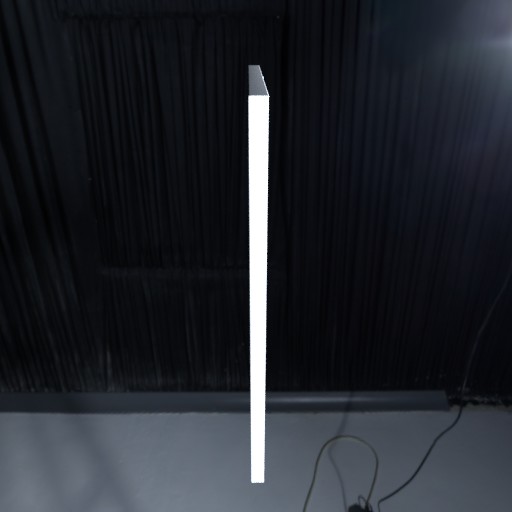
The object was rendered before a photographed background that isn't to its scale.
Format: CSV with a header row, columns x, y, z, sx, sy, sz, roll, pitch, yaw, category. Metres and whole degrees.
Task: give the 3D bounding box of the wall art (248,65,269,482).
x,y,z,sx,sy,sz,roll,pitch,yaw,category
0.000,0.000,1.397,0.042,1.056,0.805,0,27,-1,wall art
